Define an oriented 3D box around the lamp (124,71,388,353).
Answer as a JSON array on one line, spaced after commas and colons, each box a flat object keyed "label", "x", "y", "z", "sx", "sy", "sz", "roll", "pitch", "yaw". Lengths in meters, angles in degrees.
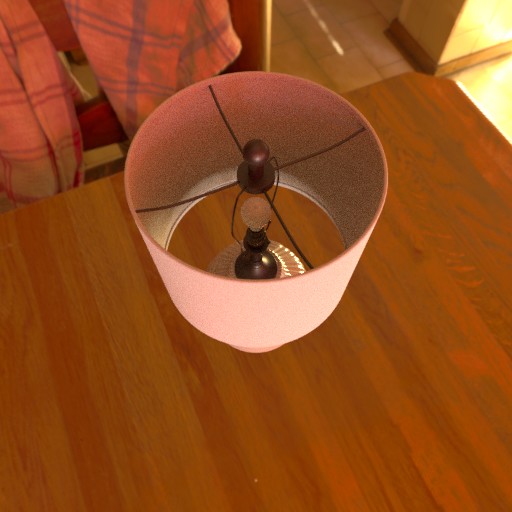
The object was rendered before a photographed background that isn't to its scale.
[{"label": "lamp", "x": 0.000, "y": 0.000, "z": 0.759, "sx": 0.318, "sy": 0.567, "sz": 0.318, "roll": 0, "pitch": 63, "yaw": 0}]
